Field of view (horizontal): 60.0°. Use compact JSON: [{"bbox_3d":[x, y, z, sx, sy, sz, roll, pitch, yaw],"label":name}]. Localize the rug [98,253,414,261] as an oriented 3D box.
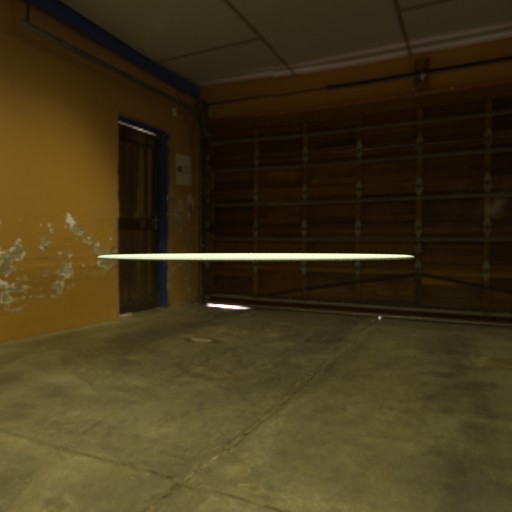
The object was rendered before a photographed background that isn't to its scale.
[{"bbox_3d":[0.000,0.000,2.364,1.593,0.012,1.593,0,1,0],"label":"rug"}]
